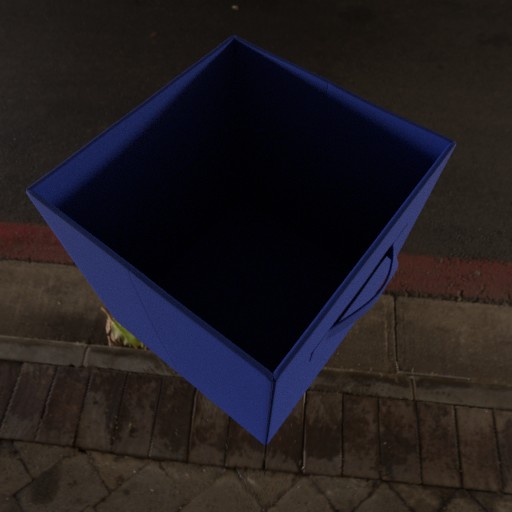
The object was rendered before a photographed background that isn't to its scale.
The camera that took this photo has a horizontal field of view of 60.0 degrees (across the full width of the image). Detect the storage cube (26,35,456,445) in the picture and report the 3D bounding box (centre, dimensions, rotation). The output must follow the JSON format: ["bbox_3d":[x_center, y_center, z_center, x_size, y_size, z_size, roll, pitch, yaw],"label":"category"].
[{"bbox_3d":[0.000,0.000,0.487,0.270,0.280,0.270,34,65,18],"label":"storage cube"}]
